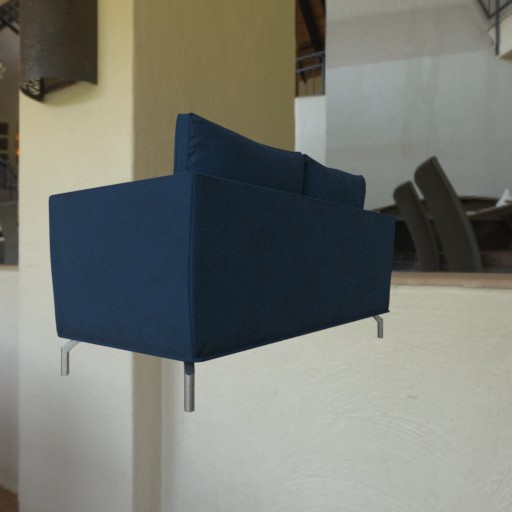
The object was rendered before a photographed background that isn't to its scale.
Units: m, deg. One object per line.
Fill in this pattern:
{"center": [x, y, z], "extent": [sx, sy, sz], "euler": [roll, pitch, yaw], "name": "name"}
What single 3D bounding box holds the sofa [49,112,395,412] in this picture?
{"center": [0.000, 0.000, 2.283], "extent": [0.853, 1.002, 1.770], "euler": [0, -1, 37], "name": "sofa"}
